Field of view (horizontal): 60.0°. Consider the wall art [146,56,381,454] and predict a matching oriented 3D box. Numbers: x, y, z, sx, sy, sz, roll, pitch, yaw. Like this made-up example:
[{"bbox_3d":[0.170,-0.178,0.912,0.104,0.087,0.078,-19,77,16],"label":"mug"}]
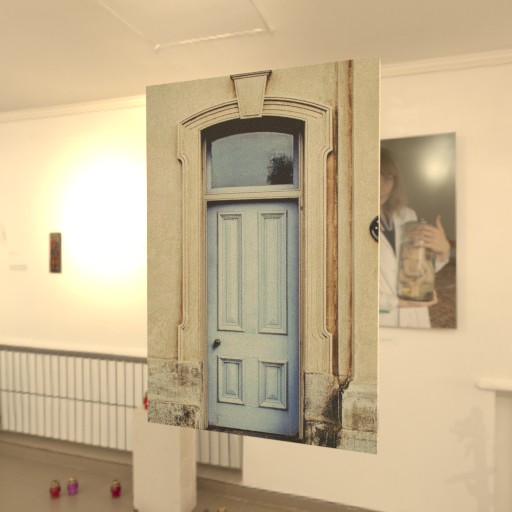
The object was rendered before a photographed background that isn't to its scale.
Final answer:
[{"bbox_3d":[0.000,0.000,0.755,0.403,0.607,0.036,0,1,18],"label":"wall art"}]
